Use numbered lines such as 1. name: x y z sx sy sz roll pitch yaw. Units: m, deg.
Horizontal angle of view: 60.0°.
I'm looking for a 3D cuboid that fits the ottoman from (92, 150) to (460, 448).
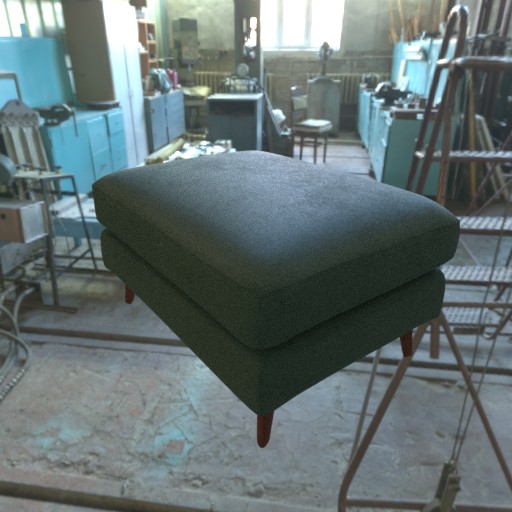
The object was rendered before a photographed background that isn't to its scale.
1. ottoman: 0.000 0.000 1.184 0.608 0.449 0.811 -18 31 -33
